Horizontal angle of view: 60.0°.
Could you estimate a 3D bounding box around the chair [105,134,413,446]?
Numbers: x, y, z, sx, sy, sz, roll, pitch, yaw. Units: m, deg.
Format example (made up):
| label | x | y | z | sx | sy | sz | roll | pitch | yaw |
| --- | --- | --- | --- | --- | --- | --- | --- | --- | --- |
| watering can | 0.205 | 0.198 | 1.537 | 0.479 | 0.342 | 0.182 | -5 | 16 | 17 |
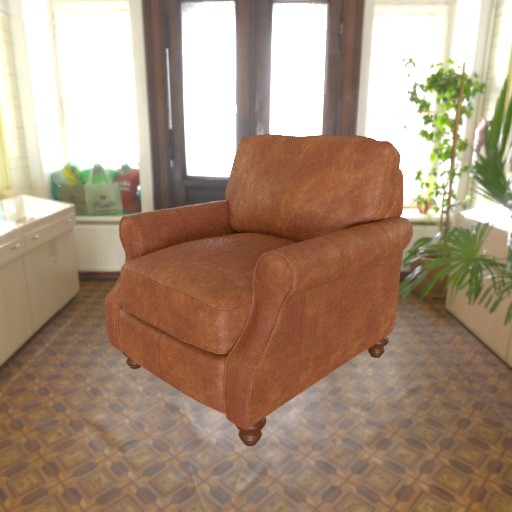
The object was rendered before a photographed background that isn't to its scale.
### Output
| label | x | y | z | sx | sy | sz | roll | pitch | yaw |
| --- | --- | --- | --- | --- | --- | --- | --- | --- | --- |
| chair | 0.000 | 0.000 | 1.818 | 0.983 | 0.962 | 0.986 | 15 | 21 | 42 |
